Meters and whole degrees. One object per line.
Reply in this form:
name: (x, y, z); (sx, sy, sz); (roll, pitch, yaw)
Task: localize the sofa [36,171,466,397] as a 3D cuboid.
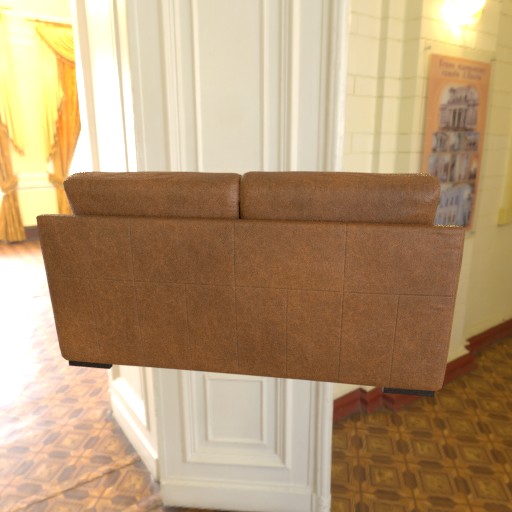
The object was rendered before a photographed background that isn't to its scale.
sofa: (0.000, 0.000, 2.422); (1.880, 0.966, 1.144); (2, 15, 9)
